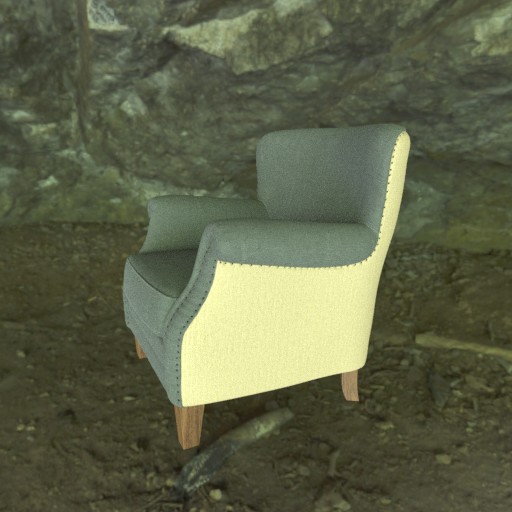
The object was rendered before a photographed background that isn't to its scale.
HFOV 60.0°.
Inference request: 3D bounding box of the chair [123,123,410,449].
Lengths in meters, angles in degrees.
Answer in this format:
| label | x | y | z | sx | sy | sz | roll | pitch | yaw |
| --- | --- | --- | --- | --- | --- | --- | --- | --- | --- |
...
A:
| label | x | y | z | sx | sy | sz | roll | pitch | yaw |
| --- | --- | --- | --- | --- | --- | --- | --- | --- | --- |
| chair | 0.000 | 0.000 | 1.648 | 0.921 | 0.936 | 0.861 | -7 | 15 | -26 |
